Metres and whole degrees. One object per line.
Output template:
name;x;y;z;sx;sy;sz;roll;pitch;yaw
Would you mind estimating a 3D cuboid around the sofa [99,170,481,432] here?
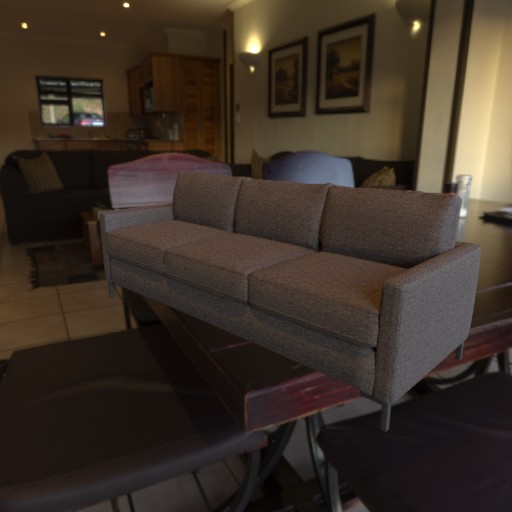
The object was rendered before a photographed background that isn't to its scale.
sofa;0.000;0.000;2.644;2.253;0.882;0.876;14;21;42
